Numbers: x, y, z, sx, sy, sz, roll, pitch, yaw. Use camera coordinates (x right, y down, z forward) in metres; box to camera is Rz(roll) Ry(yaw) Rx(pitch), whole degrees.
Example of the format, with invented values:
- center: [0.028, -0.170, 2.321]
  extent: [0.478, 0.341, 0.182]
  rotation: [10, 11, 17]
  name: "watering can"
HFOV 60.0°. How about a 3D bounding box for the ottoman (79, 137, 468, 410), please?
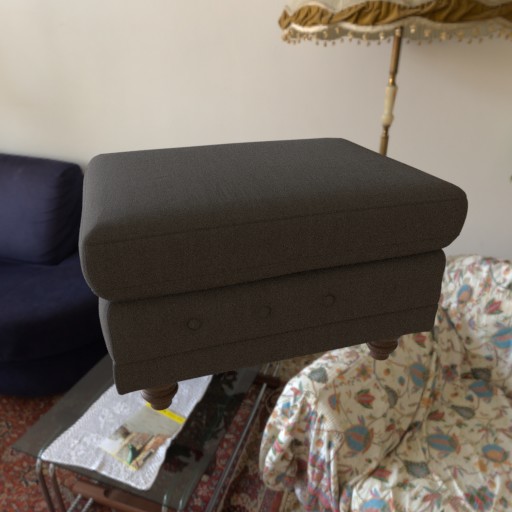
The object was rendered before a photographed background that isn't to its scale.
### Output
- center: [0.000, 0.000, 1.119]
  extent: [0.771, 0.500, 0.569]
  rotation: [-8, 27, -16]
  name: "ottoman"
